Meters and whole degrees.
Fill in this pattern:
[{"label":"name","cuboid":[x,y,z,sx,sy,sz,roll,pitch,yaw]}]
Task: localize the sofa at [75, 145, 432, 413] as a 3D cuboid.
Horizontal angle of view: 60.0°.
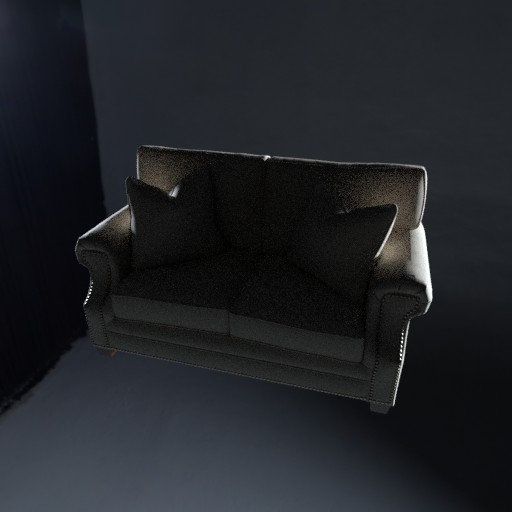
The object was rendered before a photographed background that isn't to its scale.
[{"label":"sofa","cuboid":[0.000,0.000,2.353,1.701,0.966,0.966,7,28,14]}]
